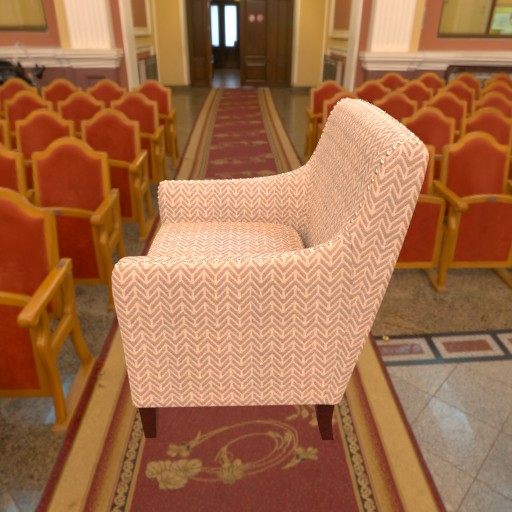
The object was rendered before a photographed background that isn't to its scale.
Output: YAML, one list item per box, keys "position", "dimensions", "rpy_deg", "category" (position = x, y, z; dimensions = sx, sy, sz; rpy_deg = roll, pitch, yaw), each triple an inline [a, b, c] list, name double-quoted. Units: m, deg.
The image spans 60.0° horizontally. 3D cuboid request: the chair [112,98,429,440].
- position: [0.000, 0.000, 1.276]
  dimensions: [0.651, 0.816, 0.623]
  rpy_deg: [-1, 27, -1]
  category: "chair"
